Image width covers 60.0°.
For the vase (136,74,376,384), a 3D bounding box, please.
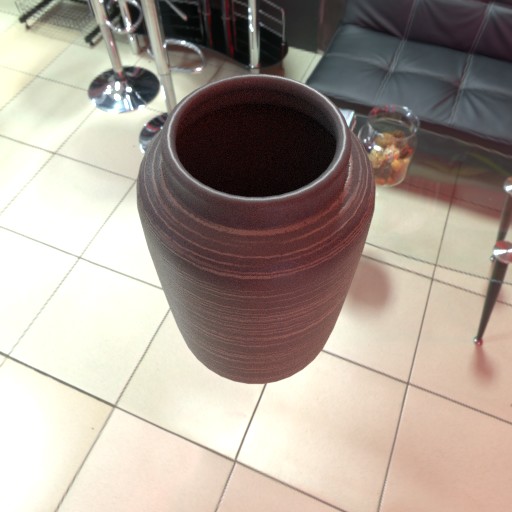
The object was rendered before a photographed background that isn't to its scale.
[{"bbox_3d":[0.000,0.000,0.681,0.297,0.499,0.297,0,58,0],"label":"vase"}]
